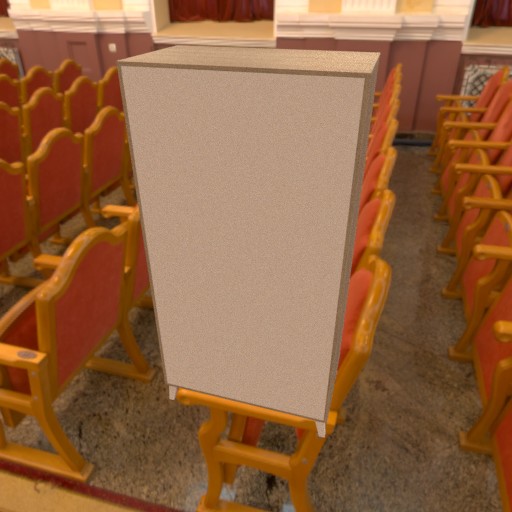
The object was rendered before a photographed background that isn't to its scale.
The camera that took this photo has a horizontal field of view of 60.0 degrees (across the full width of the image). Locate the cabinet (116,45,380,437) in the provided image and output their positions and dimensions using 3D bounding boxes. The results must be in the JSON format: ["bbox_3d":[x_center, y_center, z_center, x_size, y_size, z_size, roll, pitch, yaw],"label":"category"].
[{"bbox_3d":[0.000,0.000,2.417,1.006,1.999,0.571,9,33,14],"label":"cabinet"}]
